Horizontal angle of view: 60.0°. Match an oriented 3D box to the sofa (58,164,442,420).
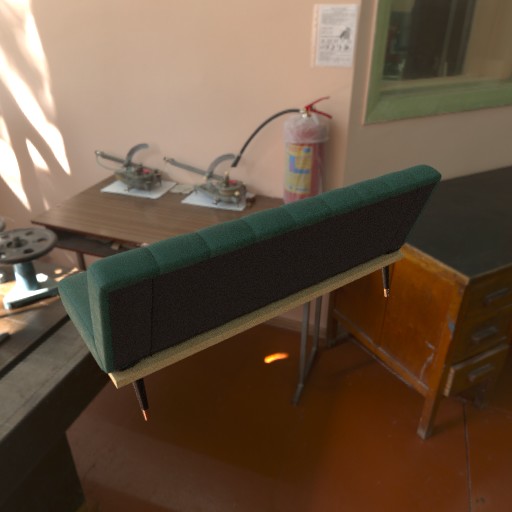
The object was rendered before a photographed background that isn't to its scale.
[{"bbox_3d":[0.000,0.000,2.303,1.810,0.820,0.830,-20,35,-31],"label":"sofa"}]
